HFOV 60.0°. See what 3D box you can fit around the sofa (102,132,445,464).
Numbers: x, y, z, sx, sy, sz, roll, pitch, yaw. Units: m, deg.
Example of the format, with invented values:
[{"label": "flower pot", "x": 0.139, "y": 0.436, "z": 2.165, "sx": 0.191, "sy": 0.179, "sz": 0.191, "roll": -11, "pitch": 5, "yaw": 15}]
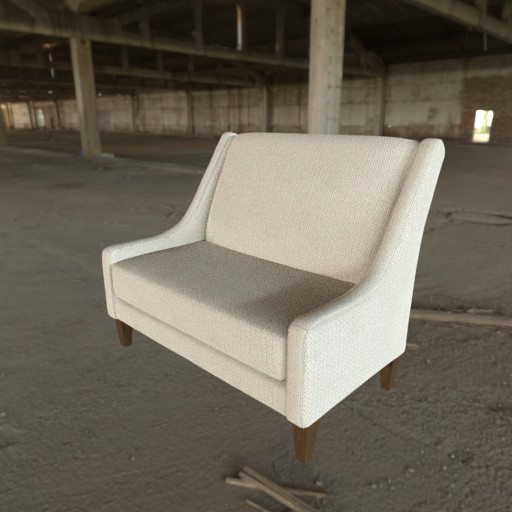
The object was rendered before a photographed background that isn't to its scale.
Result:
[{"label": "sofa", "x": 0.000, "y": 0.000, "z": 1.955, "sx": 1.242, "sy": 1.022, "sz": 0.870, "roll": 16, "pitch": 23, "yaw": 41}]
